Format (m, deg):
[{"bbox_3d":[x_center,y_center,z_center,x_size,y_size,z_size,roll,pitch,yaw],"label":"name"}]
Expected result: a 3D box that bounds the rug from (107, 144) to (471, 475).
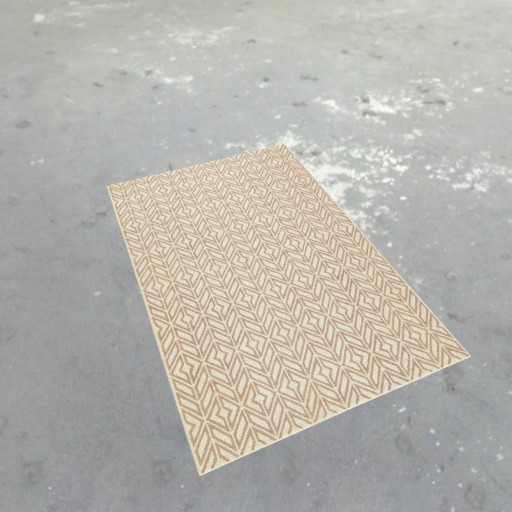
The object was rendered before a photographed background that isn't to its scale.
[{"bbox_3d":[0.000,0.000,2.316,1.220,0.007,1.828,-17,48,-16],"label":"rug"}]
